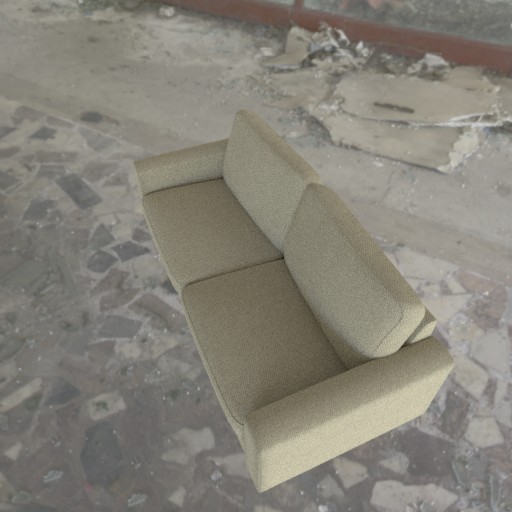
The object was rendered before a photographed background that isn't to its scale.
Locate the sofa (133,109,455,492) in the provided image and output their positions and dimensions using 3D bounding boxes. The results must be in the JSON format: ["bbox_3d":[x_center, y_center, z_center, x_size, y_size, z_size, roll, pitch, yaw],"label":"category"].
[{"bbox_3d":[0.000,0.000,2.629,1.016,0.873,2.179,-18,49,-16],"label":"sofa"}]
